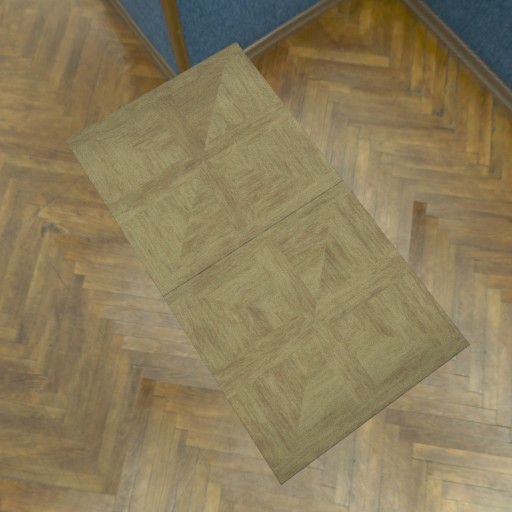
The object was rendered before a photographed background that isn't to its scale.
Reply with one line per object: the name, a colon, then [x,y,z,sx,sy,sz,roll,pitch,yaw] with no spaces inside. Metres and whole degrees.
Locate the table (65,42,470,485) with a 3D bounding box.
table: [0.000,0.000,2.449,1.016,0.768,1.881,-33,79,-8]
